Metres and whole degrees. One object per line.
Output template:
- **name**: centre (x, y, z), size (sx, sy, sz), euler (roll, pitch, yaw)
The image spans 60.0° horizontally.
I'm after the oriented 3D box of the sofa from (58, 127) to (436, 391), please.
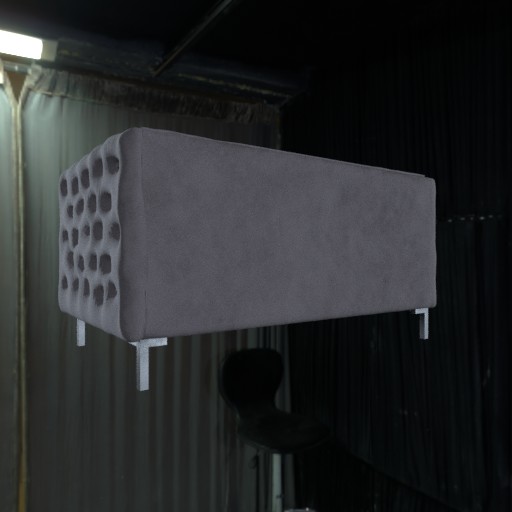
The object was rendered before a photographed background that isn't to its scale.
- **sofa**: centre (0.000, 0.000, 2.082), size (1.583, 0.810, 0.909), euler (0, 0, -35)
